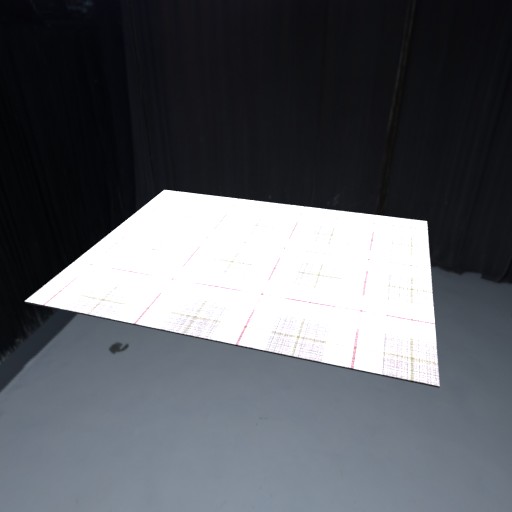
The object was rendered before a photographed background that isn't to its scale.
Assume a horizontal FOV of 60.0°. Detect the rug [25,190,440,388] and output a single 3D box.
[{"bbox_3d":[0.000,0.000,3.944,2.959,0.016,2.317,9,32,14],"label":"rug"}]
